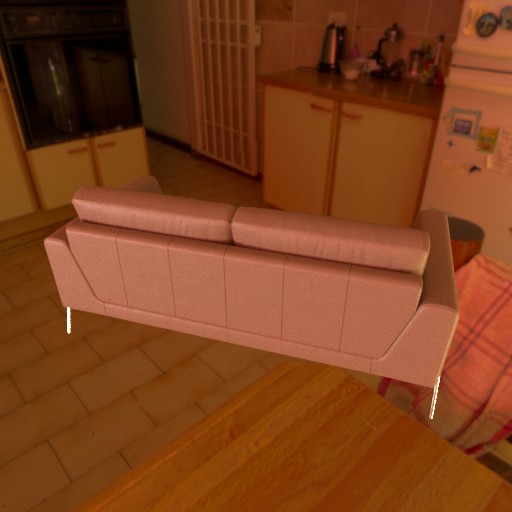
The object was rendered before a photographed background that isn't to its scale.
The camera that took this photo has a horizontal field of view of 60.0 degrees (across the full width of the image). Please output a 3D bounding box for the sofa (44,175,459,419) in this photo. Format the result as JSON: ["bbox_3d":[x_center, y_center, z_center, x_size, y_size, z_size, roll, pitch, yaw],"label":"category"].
[{"bbox_3d":[0.000,0.000,2.480,2.017,0.875,0.953,9,32,15],"label":"sofa"}]
